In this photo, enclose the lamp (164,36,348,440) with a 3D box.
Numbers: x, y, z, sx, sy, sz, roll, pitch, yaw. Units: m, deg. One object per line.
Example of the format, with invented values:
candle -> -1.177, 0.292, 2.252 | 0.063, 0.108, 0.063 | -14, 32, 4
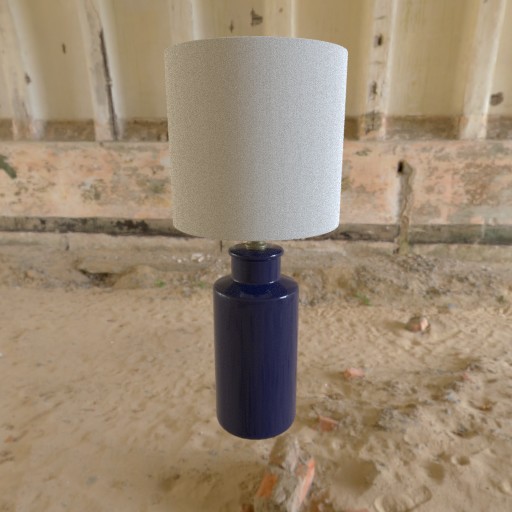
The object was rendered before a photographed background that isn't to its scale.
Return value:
lamp -> 0.000, 0.000, 0.589 | 0.212, 0.493, 0.212 | -8, 18, -25
